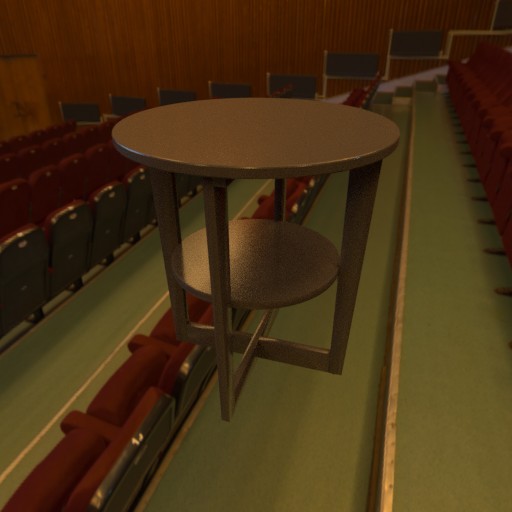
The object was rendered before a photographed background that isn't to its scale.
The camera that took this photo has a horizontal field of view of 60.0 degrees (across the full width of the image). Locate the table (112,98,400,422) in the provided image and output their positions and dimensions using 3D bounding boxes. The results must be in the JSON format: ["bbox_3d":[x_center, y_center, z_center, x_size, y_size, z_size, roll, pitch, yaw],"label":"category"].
[{"bbox_3d":[0.000,0.000,0.932,0.500,0.550,0.500,0,29,0],"label":"table"}]
